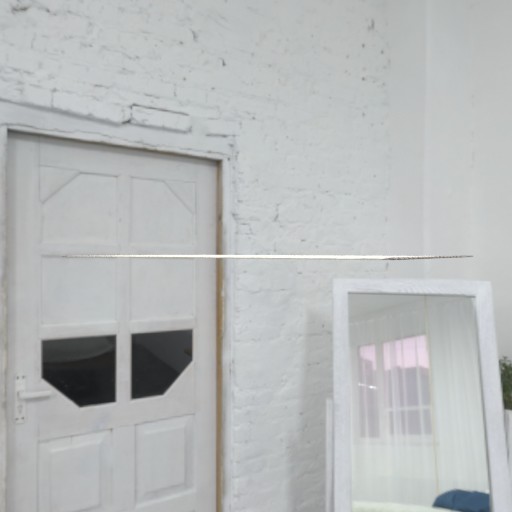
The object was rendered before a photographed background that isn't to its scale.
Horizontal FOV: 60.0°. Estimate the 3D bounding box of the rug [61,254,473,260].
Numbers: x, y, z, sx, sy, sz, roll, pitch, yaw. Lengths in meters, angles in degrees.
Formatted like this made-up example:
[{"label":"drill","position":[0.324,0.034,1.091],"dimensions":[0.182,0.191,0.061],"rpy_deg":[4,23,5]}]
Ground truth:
[{"label":"rug","position":[0.000,0.000,2.571],"dimensions":[2.096,0.011,1.229],"rpy_deg":[0,1,37]}]
